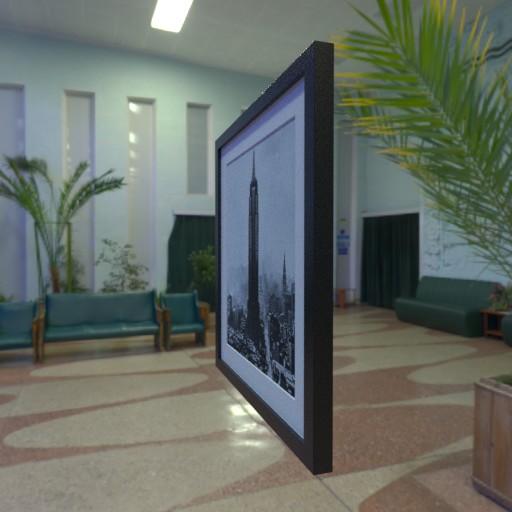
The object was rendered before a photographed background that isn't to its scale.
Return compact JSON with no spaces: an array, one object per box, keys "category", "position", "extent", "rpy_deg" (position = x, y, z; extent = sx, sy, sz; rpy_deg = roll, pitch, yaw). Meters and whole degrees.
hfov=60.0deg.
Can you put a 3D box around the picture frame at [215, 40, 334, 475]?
[{"category":"picture frame","position":[0.000,0.000,0.837],"extent":[0.029,0.557,0.559],"rpy_deg":[0,1,-18]}]
